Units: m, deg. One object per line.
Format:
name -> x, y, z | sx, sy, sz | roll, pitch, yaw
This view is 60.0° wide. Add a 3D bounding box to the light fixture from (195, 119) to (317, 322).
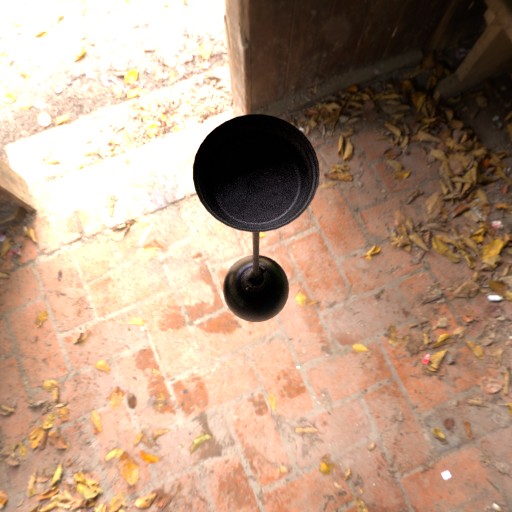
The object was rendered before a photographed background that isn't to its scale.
light fixture -> 0.000, 0.000, 0.847 | 0.182, 0.768, 0.182 | 37, 79, 8
